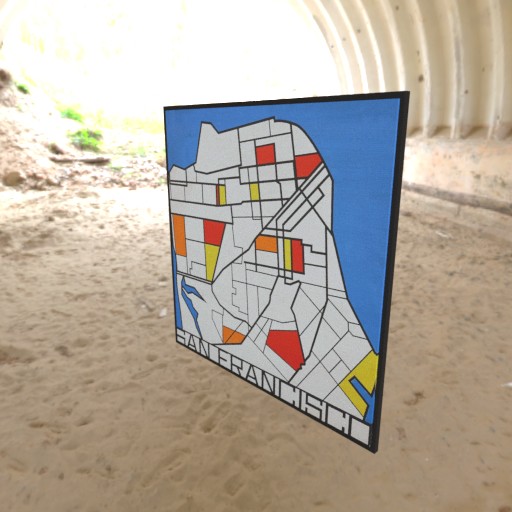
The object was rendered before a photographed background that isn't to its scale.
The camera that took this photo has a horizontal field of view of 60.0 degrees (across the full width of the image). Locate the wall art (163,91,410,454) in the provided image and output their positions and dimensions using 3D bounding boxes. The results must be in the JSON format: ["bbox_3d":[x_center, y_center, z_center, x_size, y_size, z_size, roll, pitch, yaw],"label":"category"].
[{"bbox_3d":[0.000,0.000,0.999,0.015,0.663,0.664,-15,22,-43],"label":"wall art"}]
